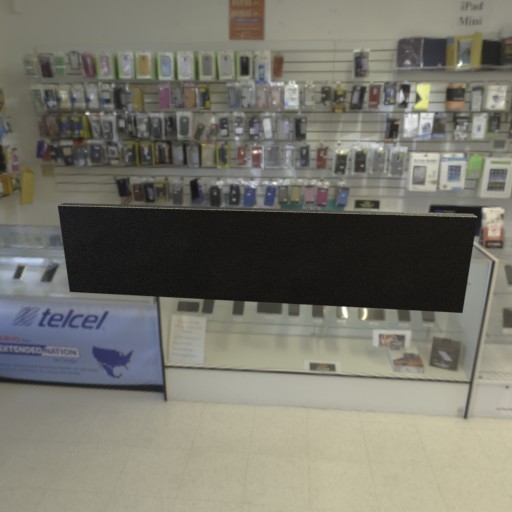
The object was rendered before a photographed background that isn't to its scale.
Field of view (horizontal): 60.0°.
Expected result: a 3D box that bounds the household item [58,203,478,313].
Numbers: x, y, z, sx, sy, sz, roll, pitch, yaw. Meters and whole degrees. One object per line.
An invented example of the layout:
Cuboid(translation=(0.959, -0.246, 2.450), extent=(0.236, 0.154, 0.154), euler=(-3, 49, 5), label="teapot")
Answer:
Cuboid(translation=(0.000, 0.000, 1.101), extent=(1.001, 0.236, 0.030), euler=(2, 18, 7), label="household item")
